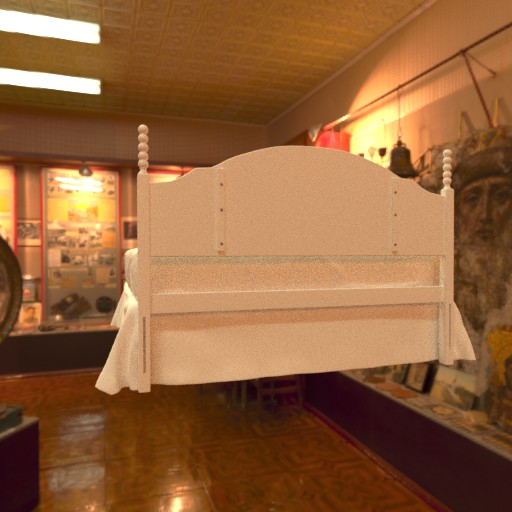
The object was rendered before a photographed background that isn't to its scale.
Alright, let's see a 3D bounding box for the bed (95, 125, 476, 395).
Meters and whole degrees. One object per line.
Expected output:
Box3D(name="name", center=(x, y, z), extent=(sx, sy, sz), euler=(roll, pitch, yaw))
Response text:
Box3D(name="bed", center=(0.000, 0.000, 3.548), extent=(2.322, 1.355, 2.219), euler=(0, 1, -17))
